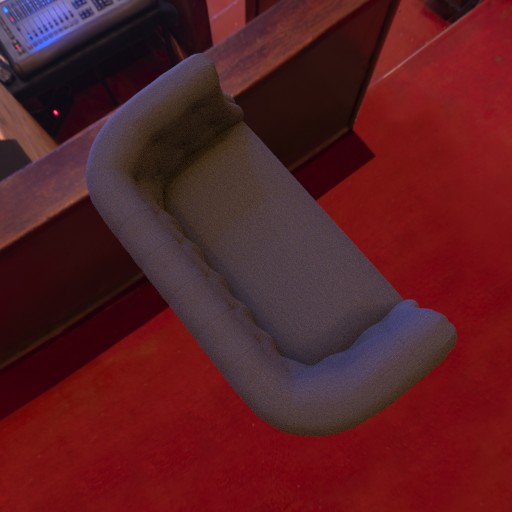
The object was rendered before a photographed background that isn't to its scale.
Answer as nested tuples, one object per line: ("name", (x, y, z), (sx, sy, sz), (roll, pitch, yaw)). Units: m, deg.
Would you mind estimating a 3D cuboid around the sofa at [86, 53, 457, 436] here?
("sofa", (0.000, 0.000, 2.003), (0.835, 0.827, 1.558), (-38, 79, -9))
